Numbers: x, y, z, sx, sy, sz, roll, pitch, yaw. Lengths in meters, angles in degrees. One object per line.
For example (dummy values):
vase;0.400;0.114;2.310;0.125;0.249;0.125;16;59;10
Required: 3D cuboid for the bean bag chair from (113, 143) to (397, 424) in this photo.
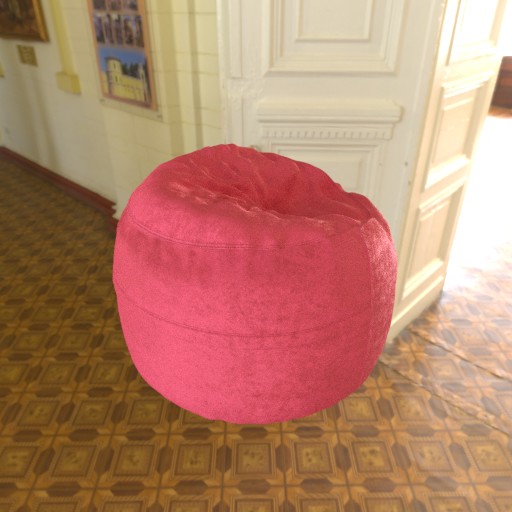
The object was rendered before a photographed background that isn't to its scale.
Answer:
bean bag chair;0.000;0.000;1.948;1.218;0.788;1.218;0;31;0
